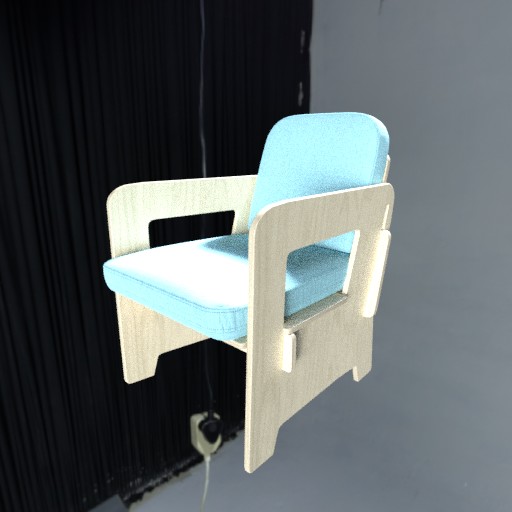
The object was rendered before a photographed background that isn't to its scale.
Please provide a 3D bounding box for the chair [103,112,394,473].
[{"bbox_3d":[0.000,0.000,1.267,0.710,0.800,0.590,-14,20,-43],"label":"chair"}]
